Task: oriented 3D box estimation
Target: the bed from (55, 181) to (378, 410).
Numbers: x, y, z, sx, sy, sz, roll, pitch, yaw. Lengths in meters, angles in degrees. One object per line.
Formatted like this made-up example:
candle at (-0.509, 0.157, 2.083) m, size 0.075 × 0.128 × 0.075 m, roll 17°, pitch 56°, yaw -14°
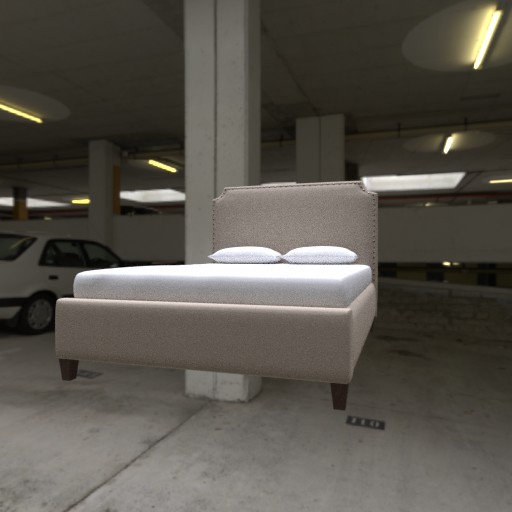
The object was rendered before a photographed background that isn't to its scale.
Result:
bed at (0.000, 0.000, 3.421) m, size 1.713 × 1.443 × 2.372 m, roll 0°, pitch 0°, yaw 18°
